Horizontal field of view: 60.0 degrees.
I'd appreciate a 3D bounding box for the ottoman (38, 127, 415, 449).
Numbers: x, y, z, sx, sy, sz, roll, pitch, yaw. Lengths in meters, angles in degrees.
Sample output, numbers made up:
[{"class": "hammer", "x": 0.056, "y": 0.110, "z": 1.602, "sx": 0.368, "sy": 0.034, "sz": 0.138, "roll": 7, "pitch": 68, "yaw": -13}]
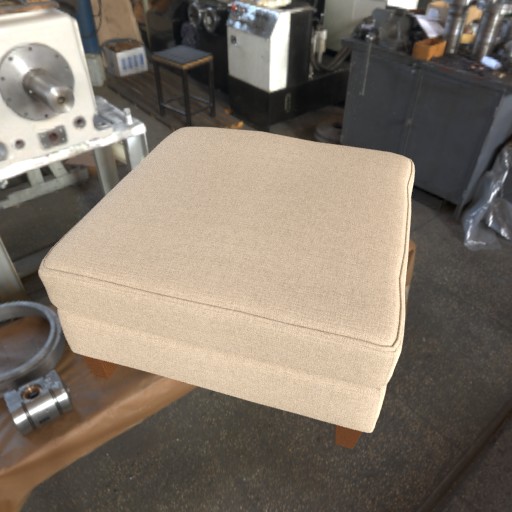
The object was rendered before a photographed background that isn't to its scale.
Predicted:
[{"class": "ottoman", "x": 0.000, "y": 0.000, "z": 1.350, "sx": 0.838, "sy": 0.503, "sz": 0.838, "roll": 11, "pitch": 41, "yaw": 13}]
